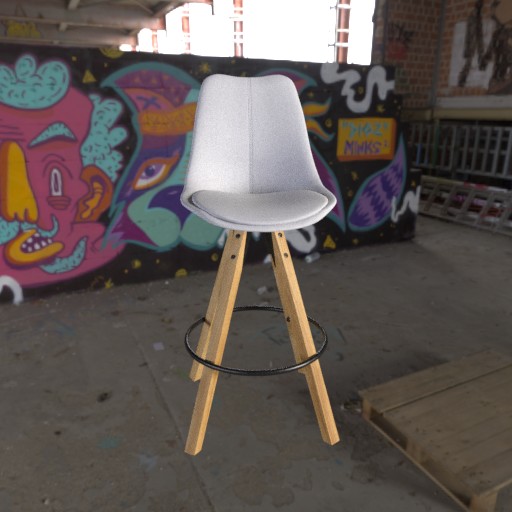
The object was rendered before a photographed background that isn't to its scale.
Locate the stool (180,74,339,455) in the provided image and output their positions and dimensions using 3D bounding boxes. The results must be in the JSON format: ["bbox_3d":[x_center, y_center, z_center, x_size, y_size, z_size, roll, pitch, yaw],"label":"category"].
[{"bbox_3d":[0.000,0.000,1.411,0.484,1.115,0.550,-2,18,-6],"label":"stool"}]
